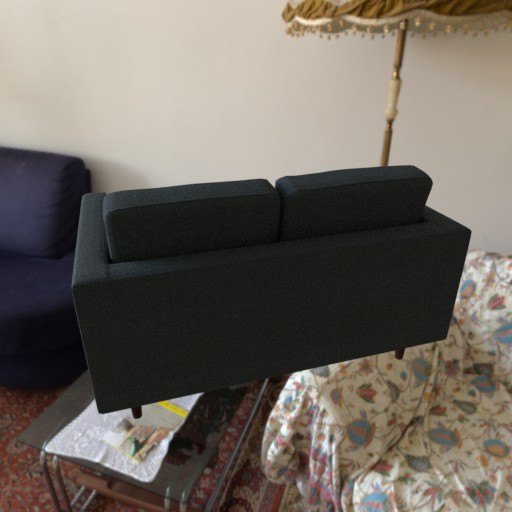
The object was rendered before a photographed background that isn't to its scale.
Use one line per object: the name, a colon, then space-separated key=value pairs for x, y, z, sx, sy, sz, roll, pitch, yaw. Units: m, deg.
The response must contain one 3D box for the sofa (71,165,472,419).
sofa: x=0.000 y=0.000 z=2.111 sx=1.518 sy=0.930 sz=0.999 roll=-8 pitch=28 yaw=-15
